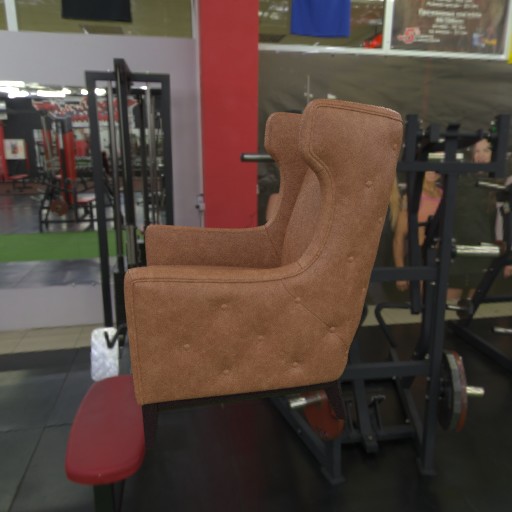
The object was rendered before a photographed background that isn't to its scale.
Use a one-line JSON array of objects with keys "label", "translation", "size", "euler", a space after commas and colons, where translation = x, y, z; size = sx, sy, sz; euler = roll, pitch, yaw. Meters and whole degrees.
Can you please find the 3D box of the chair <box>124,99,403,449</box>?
[{"label": "chair", "translation": [0.000, 0.000, 1.684], "size": [0.899, 1.079, 0.766], "euler": [-2, 15, -8]}]
